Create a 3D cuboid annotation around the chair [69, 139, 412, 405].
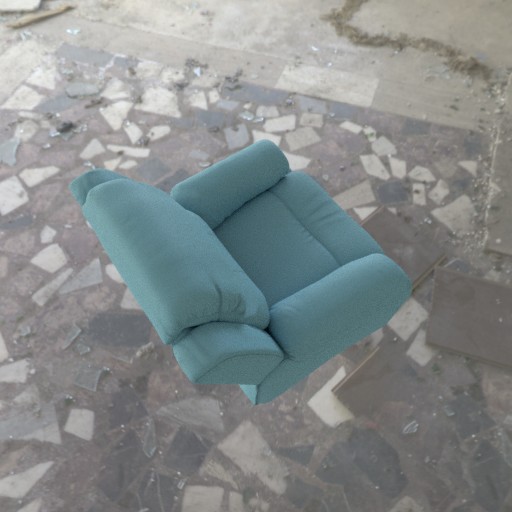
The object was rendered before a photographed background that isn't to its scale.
[{"bbox_3d":[0.000,0.000,1.270,0.709,0.702,0.680,-31,63,-18],"label":"chair"}]
